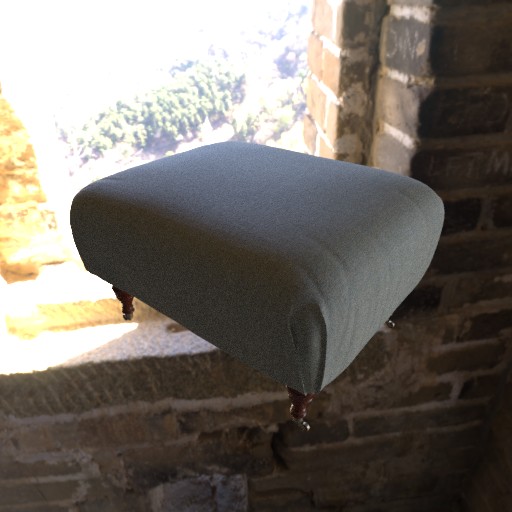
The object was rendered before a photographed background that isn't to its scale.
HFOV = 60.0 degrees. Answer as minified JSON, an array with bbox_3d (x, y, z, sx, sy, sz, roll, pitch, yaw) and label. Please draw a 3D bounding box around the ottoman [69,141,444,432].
[{"bbox_3d":[0.000,0.000,1.126,0.747,0.450,0.622,22,36,33],"label":"ottoman"}]
